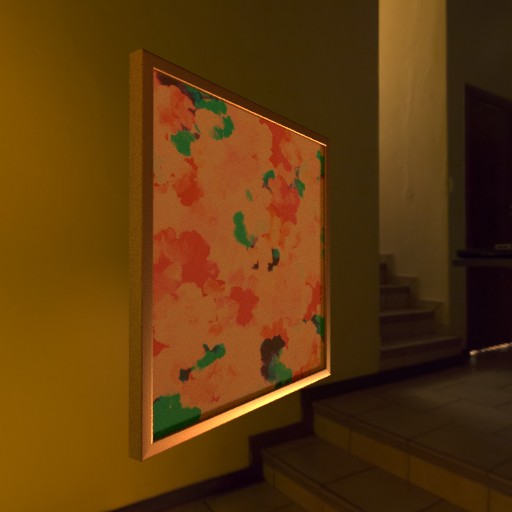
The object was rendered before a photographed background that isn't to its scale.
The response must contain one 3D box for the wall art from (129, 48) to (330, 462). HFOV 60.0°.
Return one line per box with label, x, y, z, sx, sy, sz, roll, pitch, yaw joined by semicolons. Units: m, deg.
wall art;0.000;0.000;1.139;0.036;0.765;0.767;0;-1;36
